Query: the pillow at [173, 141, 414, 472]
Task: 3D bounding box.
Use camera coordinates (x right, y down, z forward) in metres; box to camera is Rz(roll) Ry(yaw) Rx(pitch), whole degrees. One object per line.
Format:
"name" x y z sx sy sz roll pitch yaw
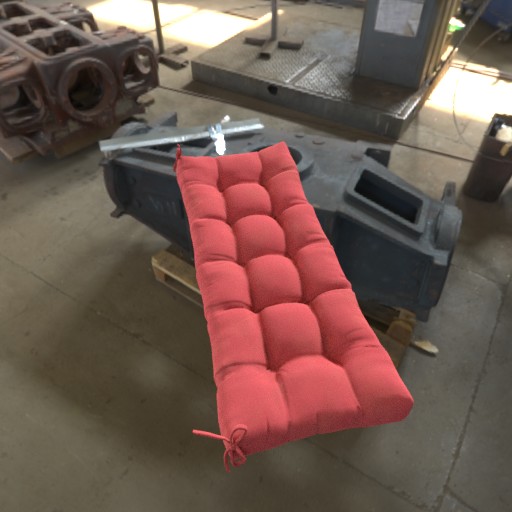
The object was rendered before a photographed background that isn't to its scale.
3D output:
"pillow" 0.000 0.000 1.370 0.511 0.174 1.194 -9 47 -9
